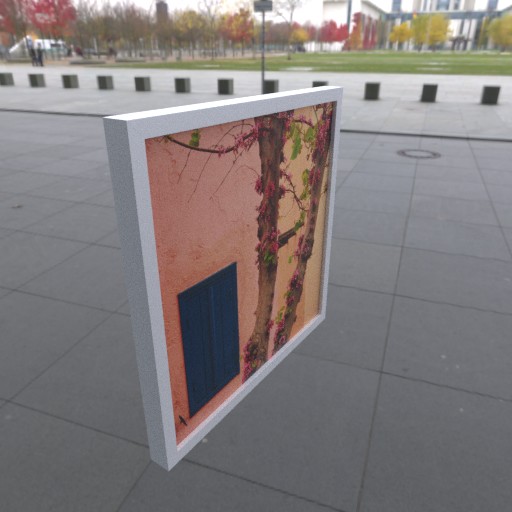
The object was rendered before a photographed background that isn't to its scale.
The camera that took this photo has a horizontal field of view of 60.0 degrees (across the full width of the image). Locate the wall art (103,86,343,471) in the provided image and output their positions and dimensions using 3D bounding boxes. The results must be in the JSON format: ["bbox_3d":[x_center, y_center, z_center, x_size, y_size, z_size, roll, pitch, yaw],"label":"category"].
[{"bbox_3d":[0.000,0.000,0.753,0.038,0.508,0.507,17,30,31],"label":"wall art"}]
